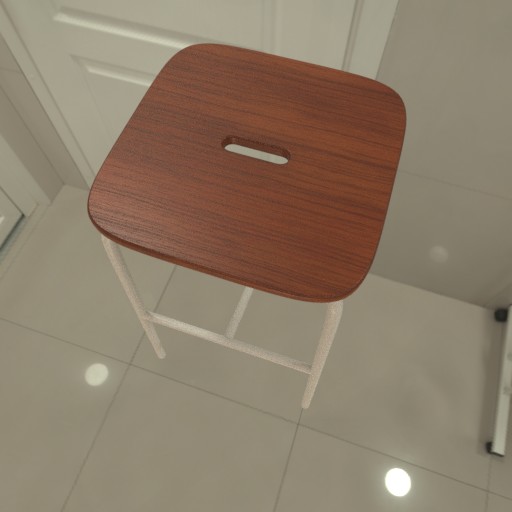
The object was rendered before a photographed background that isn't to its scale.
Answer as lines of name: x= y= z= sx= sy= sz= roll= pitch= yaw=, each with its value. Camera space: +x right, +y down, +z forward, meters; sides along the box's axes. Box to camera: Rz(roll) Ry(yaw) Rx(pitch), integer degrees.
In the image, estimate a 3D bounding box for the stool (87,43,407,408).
stool: x=0.000 y=0.000 z=0.845 sx=0.376 sy=0.610 sz=0.376 roll=17 pitch=64 yaw=8
